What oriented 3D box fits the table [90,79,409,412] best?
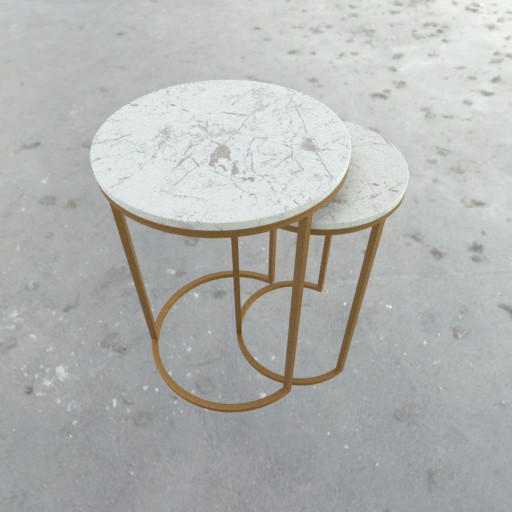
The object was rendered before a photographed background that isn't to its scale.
[{"bbox_3d":[0.000,0.000,0.896,0.507,0.550,0.400,-4,47,-3],"label":"table"}]
